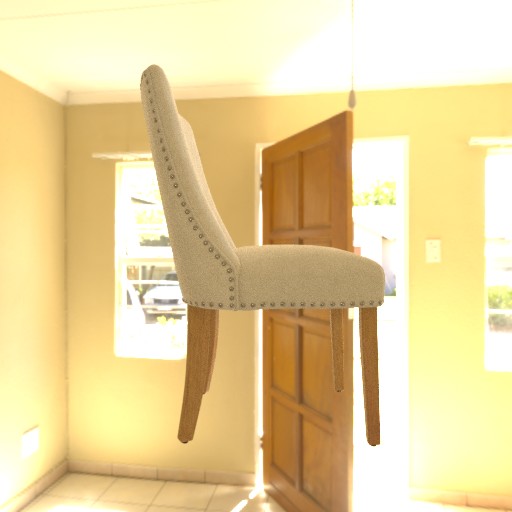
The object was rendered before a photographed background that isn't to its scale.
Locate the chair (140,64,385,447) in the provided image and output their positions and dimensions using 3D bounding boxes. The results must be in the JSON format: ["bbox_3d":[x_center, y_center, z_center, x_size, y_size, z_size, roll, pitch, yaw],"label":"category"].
[{"bbox_3d":[0.000,0.000,1.261,0.610,0.902,0.495,0,0,0],"label":"chair"}]
